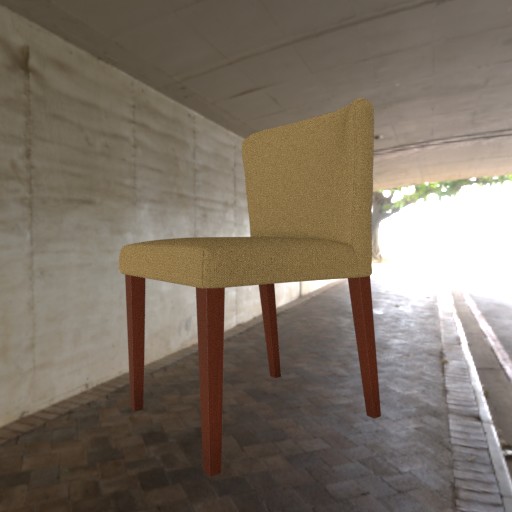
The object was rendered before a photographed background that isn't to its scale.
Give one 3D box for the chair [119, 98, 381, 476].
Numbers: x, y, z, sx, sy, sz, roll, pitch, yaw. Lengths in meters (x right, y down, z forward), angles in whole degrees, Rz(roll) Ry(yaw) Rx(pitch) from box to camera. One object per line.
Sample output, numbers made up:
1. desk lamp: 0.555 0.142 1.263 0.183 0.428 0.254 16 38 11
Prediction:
1. chair: 0.000 0.000 1.181 0.589 0.839 0.491 -2 3 -36
